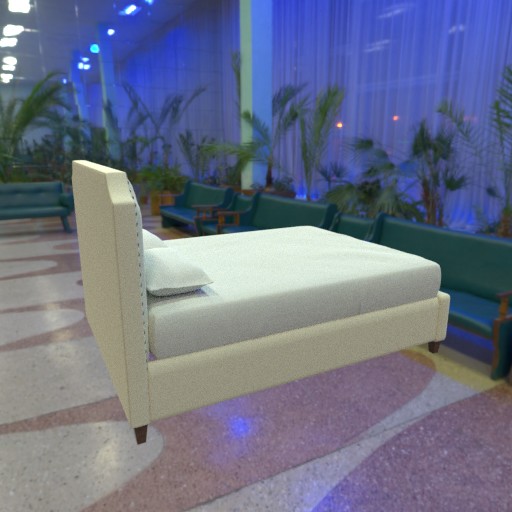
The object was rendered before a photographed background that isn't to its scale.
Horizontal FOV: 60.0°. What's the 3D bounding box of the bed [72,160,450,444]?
[{"bbox_3d":[0.000,0.000,3.369,2.329,1.415,1.703,-8,17,-27],"label":"bed"}]
